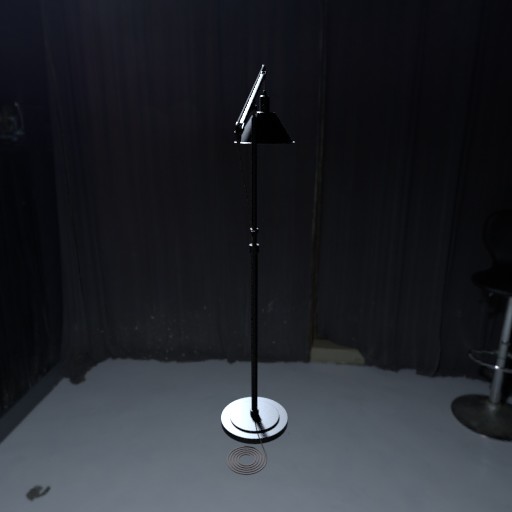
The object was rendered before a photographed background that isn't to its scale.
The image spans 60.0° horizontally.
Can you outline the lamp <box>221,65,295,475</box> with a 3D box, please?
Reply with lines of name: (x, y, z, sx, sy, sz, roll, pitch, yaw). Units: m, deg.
lamp: (0.000, 0.000, 1.954, 0.319, 1.626, 0.904, 2, 16, 7)
